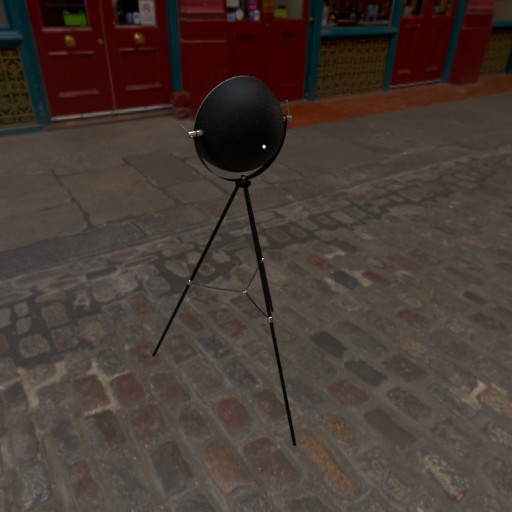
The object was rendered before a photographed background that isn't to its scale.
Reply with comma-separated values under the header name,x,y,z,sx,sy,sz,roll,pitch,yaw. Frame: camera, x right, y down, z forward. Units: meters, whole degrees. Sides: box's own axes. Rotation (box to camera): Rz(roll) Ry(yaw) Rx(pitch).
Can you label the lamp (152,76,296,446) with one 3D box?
name,x,y,z,sx,sy,sz,roll,pitch,yaw
lamp,0.000,0.000,2.013,0.817,1.512,0.920,-18,35,-28
